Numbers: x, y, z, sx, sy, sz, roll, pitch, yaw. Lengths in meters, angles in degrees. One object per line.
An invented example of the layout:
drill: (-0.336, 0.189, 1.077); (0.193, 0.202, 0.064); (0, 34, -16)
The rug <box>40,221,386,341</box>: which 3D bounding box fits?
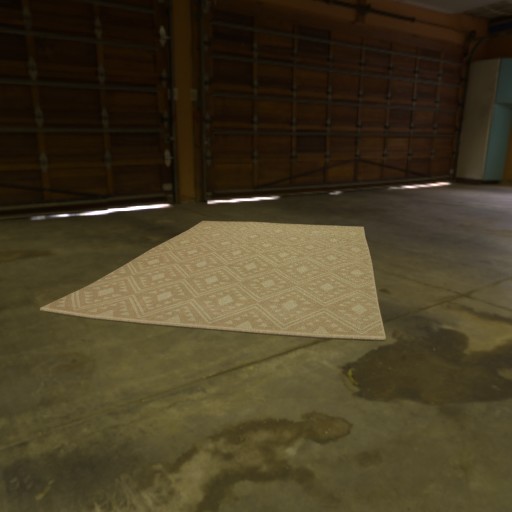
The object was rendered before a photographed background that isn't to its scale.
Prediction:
rug: (0.000, 0.000, 3.049); (1.553, 0.053, 2.430); (3, 15, 11)
